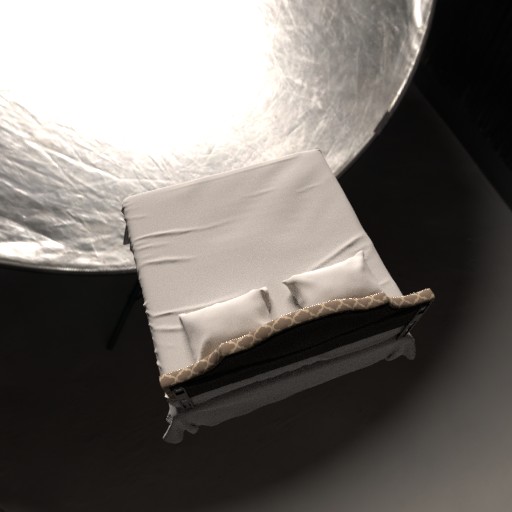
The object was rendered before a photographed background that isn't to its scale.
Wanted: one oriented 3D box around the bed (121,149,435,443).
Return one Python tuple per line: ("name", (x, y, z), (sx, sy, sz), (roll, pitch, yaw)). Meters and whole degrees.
("bed", (0.000, 0.000, 3.783), (2.314, 1.601, 2.222), (-16, 60, -10))
